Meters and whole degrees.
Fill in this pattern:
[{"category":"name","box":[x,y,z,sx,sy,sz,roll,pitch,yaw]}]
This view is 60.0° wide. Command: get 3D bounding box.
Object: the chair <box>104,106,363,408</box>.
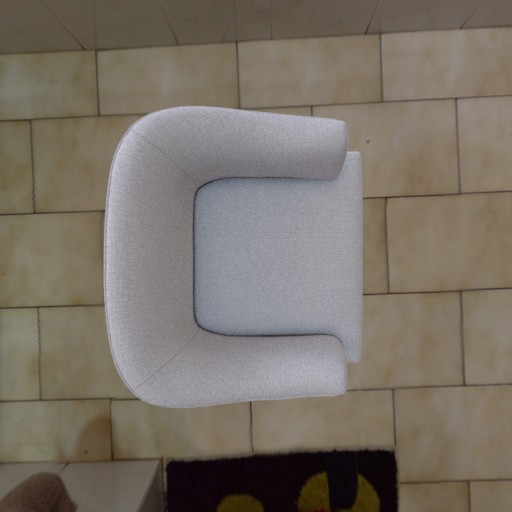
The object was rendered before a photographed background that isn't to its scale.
[{"category":"chair","box":[0.000,0.000,1.443,0.704,0.815,0.798,0,91,1]}]
